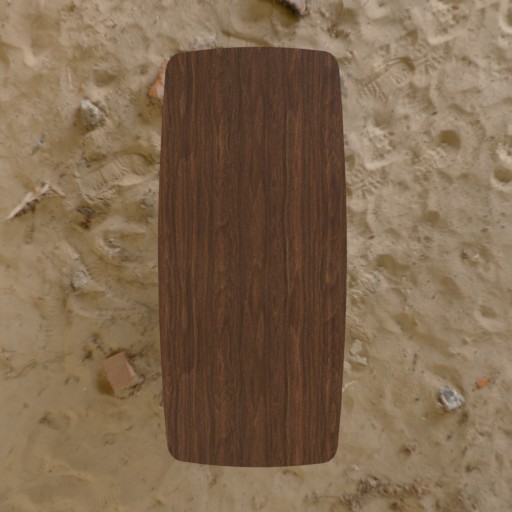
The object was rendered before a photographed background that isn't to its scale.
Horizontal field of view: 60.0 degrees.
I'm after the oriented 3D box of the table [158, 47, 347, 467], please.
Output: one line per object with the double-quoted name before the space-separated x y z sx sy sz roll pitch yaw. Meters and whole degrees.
"table" 0.000 0.000 1.134 0.361 0.576 0.804 0 91 2
